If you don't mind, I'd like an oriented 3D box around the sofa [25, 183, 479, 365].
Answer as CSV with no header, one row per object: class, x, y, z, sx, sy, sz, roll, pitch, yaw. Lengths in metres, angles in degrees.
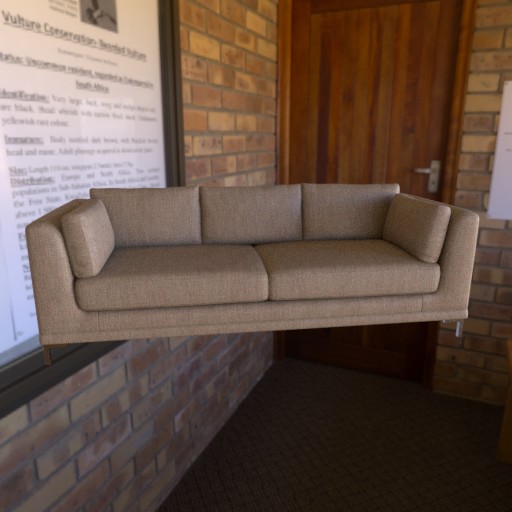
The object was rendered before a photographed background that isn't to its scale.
sofa,0.000,0.000,2.835,2.415,0.867,0.969,-2,15,-8
